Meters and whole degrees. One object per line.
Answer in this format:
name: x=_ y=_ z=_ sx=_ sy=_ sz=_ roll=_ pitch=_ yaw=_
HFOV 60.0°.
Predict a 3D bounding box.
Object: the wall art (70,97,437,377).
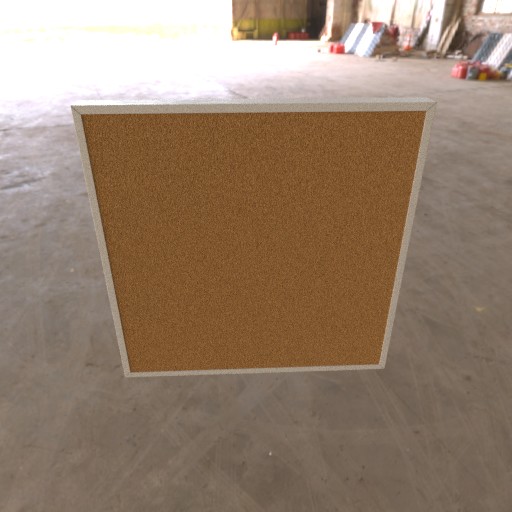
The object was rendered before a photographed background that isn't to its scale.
wall art: x=0.000 y=0.000 z=0.756 sx=0.508 sy=0.508 sz=0.037 roll=-1 pitch=30 yaw=-2
